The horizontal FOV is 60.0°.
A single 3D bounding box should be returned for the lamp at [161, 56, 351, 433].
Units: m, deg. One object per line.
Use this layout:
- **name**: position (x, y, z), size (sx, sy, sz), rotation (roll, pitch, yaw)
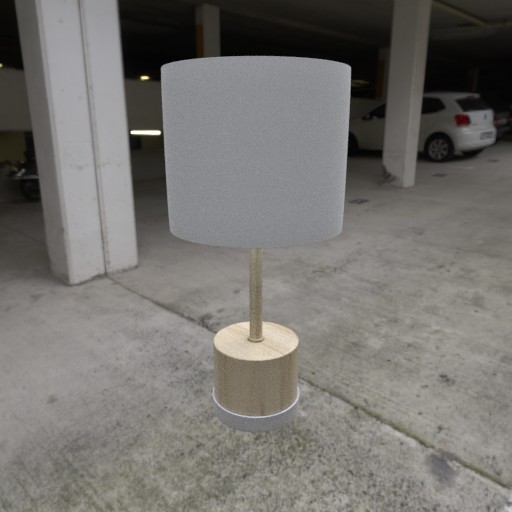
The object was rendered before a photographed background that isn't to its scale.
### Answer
- **lamp**: position (0.000, 0.000, 0.605), size (0.229, 0.470, 0.229), rotation (-15, 22, -42)
